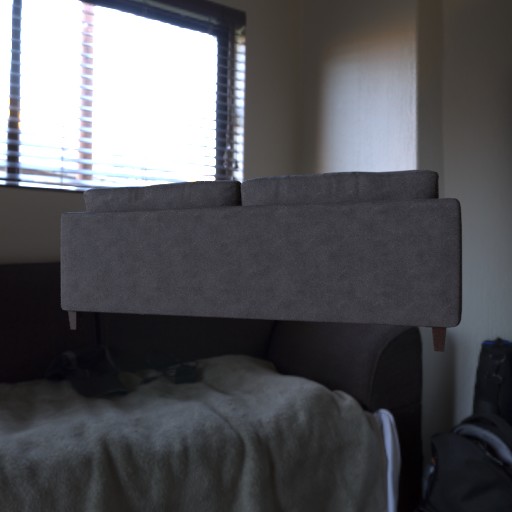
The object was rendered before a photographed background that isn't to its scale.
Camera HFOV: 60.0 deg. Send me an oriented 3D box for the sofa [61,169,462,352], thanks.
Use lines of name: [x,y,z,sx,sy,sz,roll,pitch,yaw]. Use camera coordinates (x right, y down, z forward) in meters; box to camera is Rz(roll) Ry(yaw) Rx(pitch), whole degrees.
sofa: [0.000,0.000,2.978,2.434,0.965,0.951,0,0,18]
